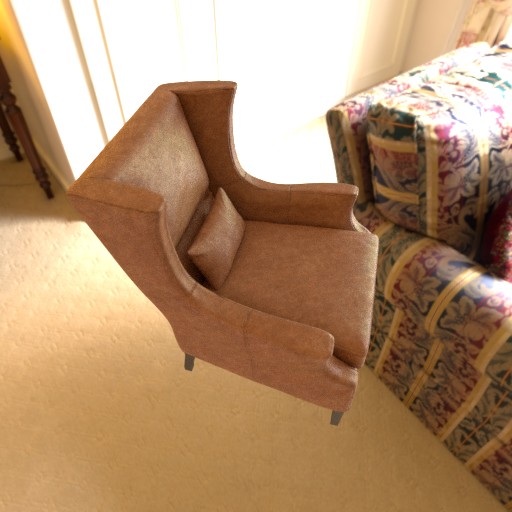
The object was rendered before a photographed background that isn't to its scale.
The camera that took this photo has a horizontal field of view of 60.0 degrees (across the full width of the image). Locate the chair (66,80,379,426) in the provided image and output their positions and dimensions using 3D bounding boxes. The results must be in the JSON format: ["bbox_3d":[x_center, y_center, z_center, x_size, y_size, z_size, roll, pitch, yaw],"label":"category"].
[{"bbox_3d":[0.000,0.000,1.708,0.926,1.016,0.853,11,48,10],"label":"chair"}]
